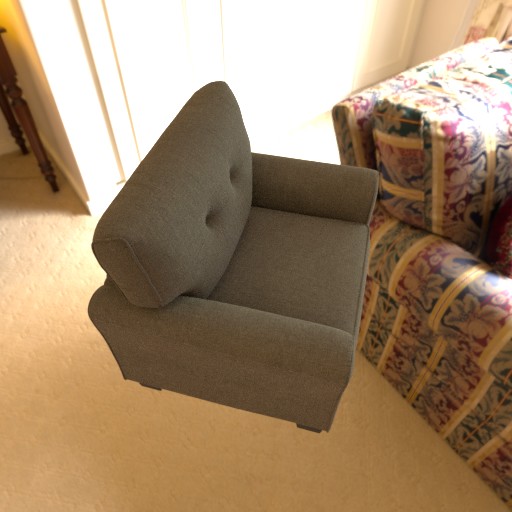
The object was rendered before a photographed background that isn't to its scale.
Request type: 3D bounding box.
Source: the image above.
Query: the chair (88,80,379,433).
[{"bbox_3d":[0.000,0.000,1.628,0.816,0.890,0.941,11,49,10],"label":"chair"}]
